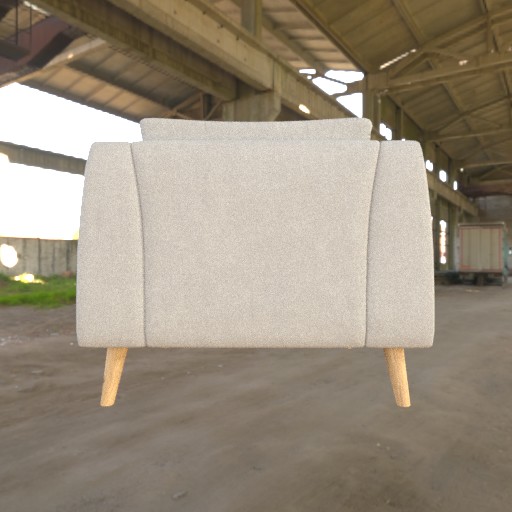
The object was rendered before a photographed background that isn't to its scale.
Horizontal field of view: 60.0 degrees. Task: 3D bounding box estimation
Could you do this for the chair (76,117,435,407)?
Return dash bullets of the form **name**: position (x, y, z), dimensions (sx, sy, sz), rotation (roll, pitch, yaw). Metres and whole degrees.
- **chair**: position (0.000, 0.000, 1.681), dimensions (1.000, 0.860, 0.930), rotation (0, 0, 0)
